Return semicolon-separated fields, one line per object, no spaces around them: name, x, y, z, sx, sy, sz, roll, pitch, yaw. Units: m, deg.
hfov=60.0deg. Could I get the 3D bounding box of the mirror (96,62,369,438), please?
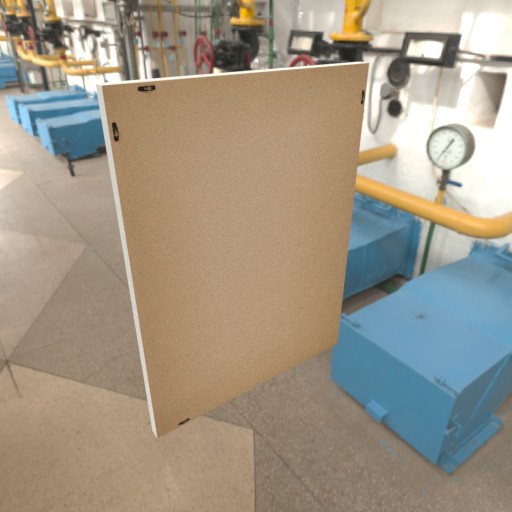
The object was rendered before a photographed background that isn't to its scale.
mirror;0.000;0.000;1.313;0.762;1.016;0.041;-19;34;-31
